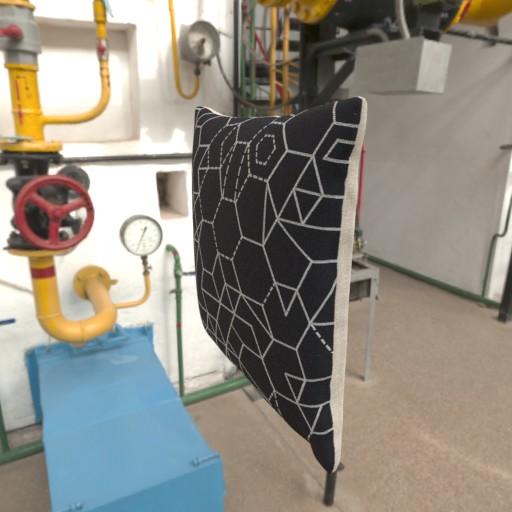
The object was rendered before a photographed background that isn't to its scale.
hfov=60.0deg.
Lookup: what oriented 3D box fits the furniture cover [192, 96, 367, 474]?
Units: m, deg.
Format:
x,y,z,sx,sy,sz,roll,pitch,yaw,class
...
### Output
x,y,z,sx,sy,sz,roll,pitch,yaw,class
0.000,0.000,0.773,0.158,0.508,0.517,-9,19,-26,furniture cover
